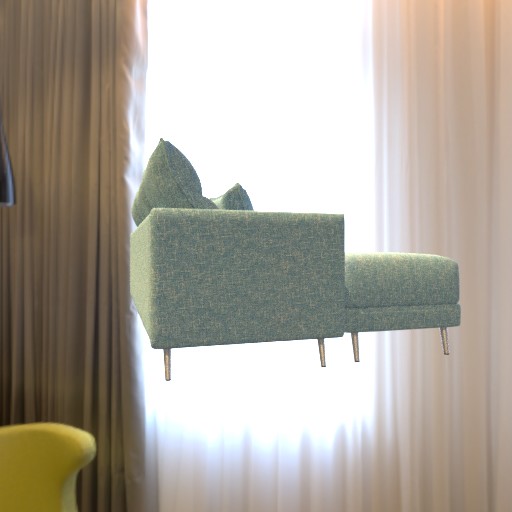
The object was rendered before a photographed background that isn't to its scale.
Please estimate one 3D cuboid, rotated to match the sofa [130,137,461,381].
[{"bbox_3d":[0.000,0.000,2.718,1.420,0.899,2.034,0,0,-18],"label":"sofa"}]
